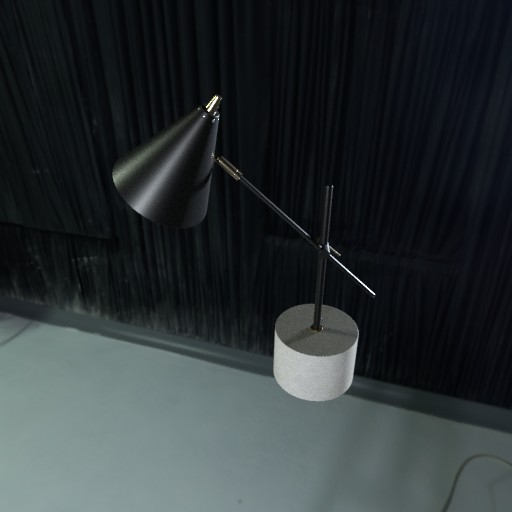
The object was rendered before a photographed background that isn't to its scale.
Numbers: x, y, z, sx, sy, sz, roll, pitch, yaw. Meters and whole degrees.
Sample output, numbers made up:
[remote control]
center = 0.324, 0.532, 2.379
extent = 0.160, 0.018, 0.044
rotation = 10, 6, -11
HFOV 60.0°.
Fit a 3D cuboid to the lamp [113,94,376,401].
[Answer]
[lamp]
center = 0.000, 0.000, 0.728
extent = 0.403, 0.518, 0.214
rotation = 7, 30, 12
